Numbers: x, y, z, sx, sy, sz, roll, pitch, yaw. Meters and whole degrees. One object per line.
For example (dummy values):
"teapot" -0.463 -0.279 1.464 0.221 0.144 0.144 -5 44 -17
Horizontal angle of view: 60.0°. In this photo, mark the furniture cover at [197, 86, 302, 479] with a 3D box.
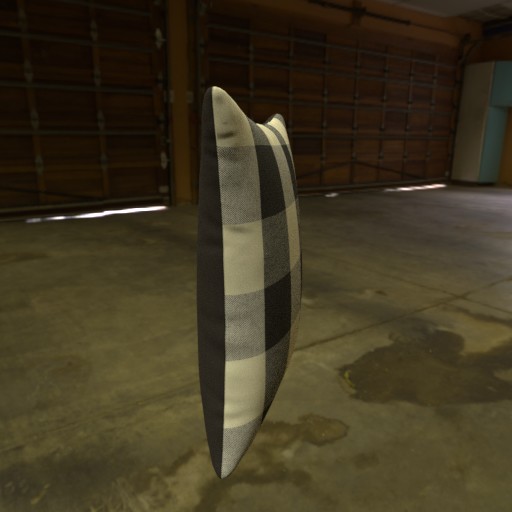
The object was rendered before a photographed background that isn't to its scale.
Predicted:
"furniture cover" 0.000 0.000 0.784 0.161 0.509 0.511 3 15 10
